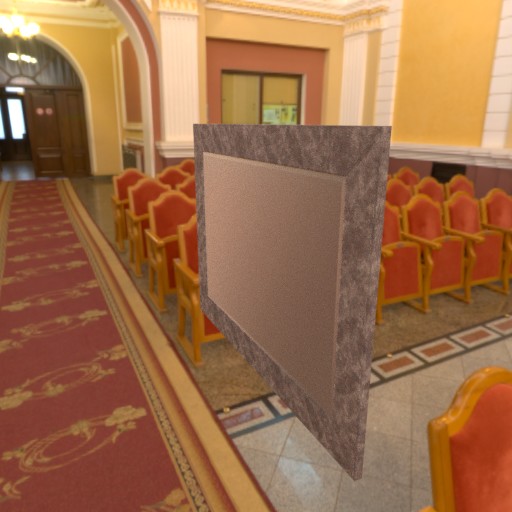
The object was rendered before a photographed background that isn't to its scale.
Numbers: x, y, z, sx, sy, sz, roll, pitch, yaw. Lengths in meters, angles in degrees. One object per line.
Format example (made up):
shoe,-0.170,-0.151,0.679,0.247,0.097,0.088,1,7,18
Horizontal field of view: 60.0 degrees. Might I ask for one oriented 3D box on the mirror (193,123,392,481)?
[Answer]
mirror,0.000,0.000,1.398,0.022,0.795,1.101,-8,19,-25
